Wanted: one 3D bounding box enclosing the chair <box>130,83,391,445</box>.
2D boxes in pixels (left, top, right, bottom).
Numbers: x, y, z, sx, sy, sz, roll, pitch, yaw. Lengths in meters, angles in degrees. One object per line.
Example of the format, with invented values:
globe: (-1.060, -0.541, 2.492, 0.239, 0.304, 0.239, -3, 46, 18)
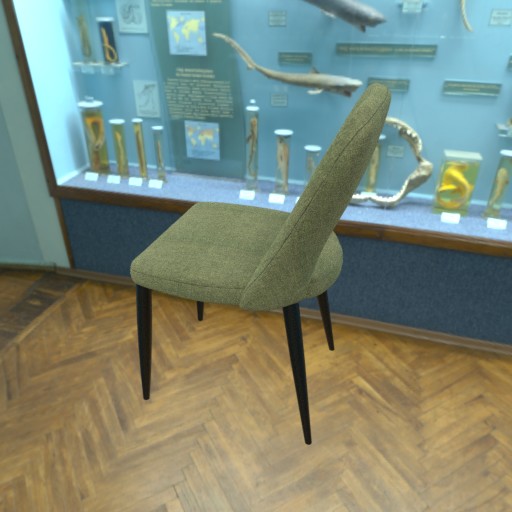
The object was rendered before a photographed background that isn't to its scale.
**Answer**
chair: (0.000, 0.000, 1.264, 0.612, 0.931, 0.470, 9, 32, 15)
